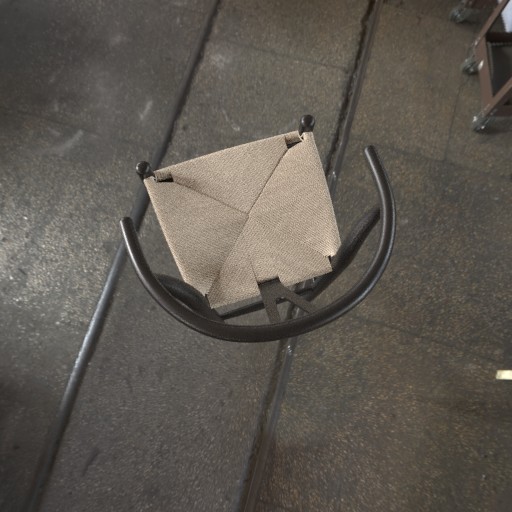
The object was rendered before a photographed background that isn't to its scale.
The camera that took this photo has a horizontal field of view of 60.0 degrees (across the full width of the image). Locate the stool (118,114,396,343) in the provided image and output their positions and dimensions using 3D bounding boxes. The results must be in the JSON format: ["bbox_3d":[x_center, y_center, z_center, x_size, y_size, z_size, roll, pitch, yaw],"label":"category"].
[{"bbox_3d":[0.000,0.000,1.338,0.569,0.970,0.579,-17,75,-5],"label":"stool"}]
